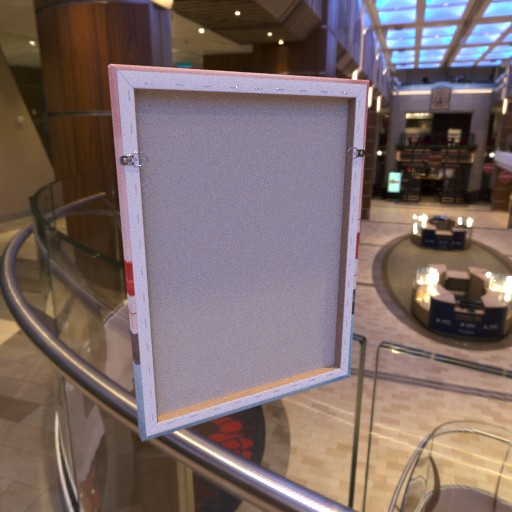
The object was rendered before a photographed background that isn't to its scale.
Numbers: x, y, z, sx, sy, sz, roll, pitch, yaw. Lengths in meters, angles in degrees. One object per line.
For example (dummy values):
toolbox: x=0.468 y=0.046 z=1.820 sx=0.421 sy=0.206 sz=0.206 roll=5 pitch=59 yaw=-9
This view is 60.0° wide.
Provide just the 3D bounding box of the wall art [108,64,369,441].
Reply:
wall art: x=0.000 y=0.000 z=1.329 sx=0.761 sy=1.016 sz=0.039 roll=-8 pitch=18 yaw=-26
